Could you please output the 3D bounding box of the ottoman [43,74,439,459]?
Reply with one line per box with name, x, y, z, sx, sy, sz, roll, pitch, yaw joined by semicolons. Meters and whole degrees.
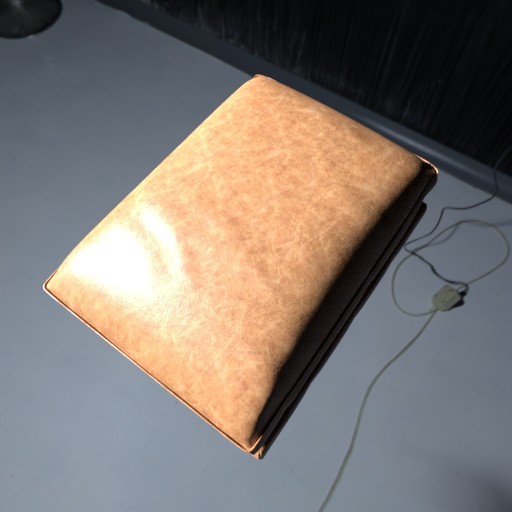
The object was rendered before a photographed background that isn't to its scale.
ottoman;0.000;0.000;1.040;0.533;0.480;0.710;33;69;15
